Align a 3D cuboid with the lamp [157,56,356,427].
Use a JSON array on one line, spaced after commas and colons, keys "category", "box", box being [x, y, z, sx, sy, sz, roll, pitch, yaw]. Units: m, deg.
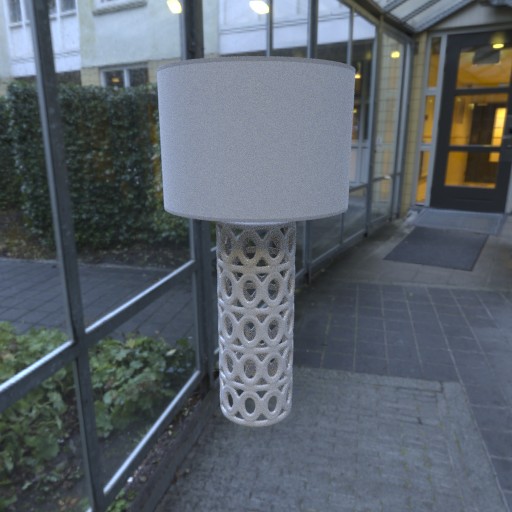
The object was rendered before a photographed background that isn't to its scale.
[{"category": "lamp", "box": [0.000, 0.000, 0.825, 0.325, 0.636, 0.324, 8, 17, 26]}]
